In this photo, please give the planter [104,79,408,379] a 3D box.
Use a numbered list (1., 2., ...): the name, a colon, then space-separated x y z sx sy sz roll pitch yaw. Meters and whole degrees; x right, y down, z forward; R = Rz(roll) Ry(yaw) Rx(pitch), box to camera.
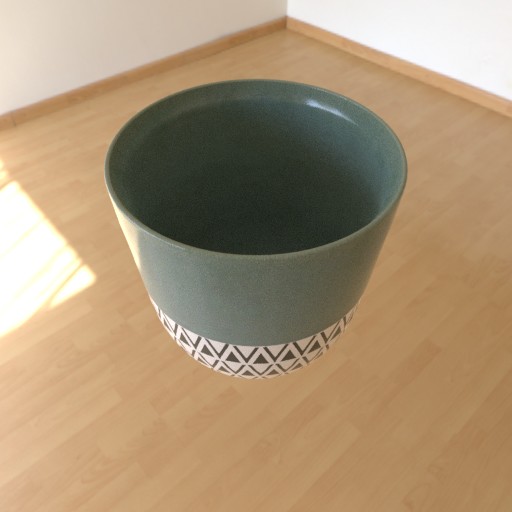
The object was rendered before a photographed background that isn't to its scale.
1. planter: 0.000 0.000 0.375 0.198 0.214 0.198 0 48 0
